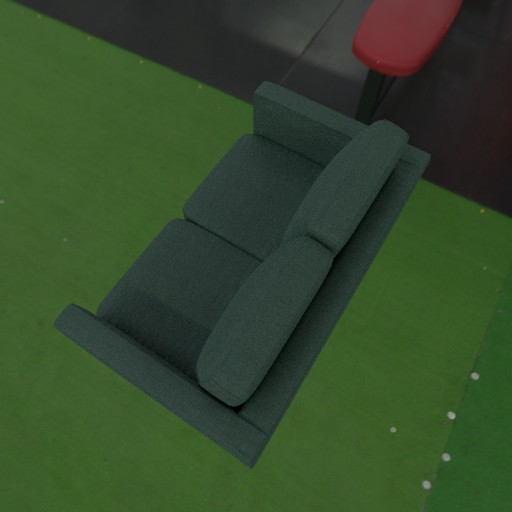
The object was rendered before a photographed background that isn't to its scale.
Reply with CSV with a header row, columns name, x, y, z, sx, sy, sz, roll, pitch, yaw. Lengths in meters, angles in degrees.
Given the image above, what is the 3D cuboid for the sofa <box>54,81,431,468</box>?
name,x,y,z,sx,sy,sz,roll,pitch,yaw
sofa,0.000,0.000,1.938,0.879,0.899,1.430,30,67,14
